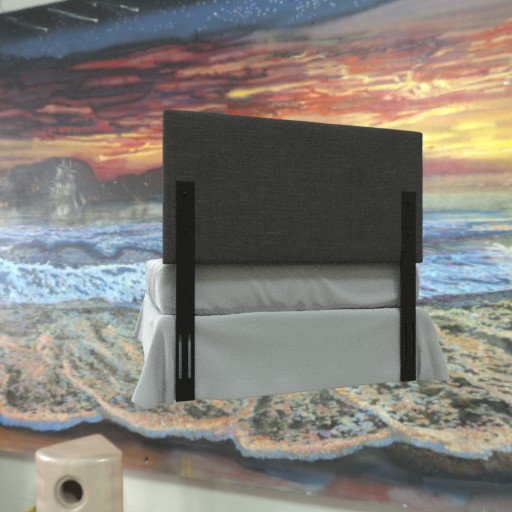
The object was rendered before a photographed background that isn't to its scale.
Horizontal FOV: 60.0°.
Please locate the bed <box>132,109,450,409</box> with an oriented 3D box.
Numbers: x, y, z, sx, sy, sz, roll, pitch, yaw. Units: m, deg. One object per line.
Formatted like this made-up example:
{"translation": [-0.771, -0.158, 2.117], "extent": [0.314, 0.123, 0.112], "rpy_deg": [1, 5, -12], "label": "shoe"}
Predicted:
{"translation": [0.000, 0.000, 3.563], "extent": [1.936, 1.577, 2.222], "rpy_deg": [0, 0, -16], "label": "bed"}
